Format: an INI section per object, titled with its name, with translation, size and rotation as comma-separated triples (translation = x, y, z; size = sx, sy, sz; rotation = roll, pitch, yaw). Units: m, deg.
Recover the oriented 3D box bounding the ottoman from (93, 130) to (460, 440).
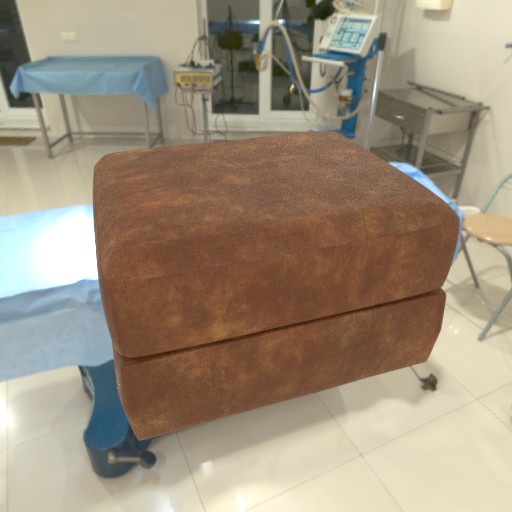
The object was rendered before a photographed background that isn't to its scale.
[ottoman]
translation = 0.000, 0.000, 1.125
size = 0.751, 0.476, 0.603
rotation = -10, 34, -15
